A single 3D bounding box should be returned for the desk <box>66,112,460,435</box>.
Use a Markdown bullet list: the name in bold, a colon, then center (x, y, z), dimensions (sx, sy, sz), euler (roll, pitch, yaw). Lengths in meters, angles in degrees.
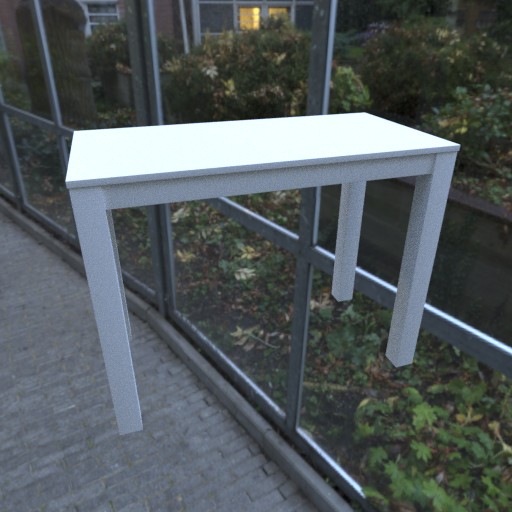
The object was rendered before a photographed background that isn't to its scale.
- **desk**: center (0.000, 0.000, 1.439), dimensions (0.990, 0.762, 0.497), euler (-9, 29, -16)
